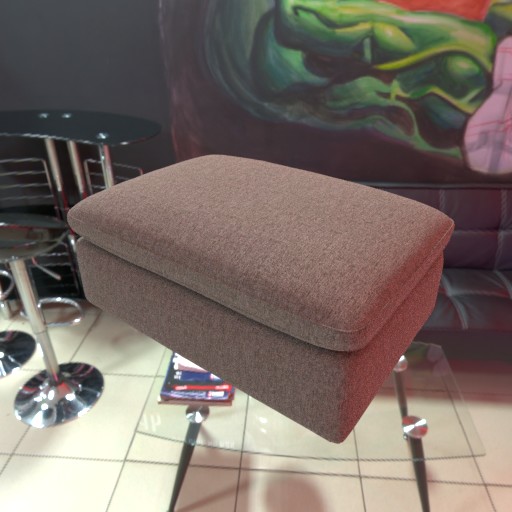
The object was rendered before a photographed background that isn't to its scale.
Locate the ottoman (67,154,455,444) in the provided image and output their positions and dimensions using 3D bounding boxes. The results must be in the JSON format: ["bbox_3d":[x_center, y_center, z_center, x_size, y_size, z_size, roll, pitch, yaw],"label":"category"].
[{"bbox_3d":[0.000,0.000,1.364,0.977,0.451,0.694,20,35,32],"label":"ottoman"}]
